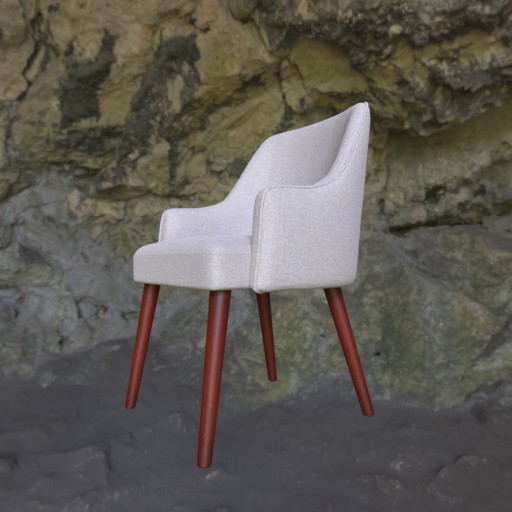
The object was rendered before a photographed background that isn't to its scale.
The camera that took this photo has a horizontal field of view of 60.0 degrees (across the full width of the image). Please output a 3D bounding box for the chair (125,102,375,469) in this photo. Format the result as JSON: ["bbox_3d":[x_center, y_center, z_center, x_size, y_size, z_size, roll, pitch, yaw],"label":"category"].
[{"bbox_3d":[0.000,0.000,1.216,0.580,0.840,0.560,0,-1,-35],"label":"chair"}]
